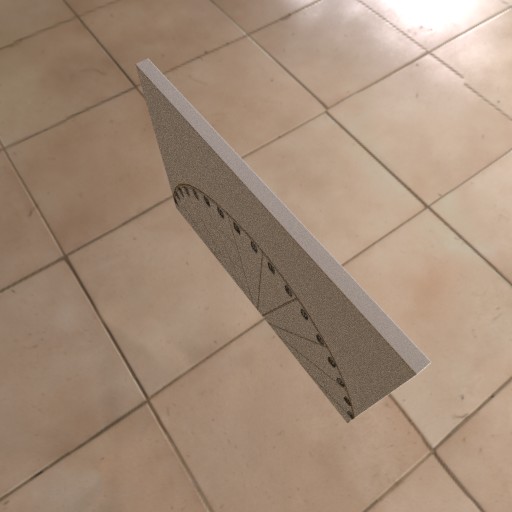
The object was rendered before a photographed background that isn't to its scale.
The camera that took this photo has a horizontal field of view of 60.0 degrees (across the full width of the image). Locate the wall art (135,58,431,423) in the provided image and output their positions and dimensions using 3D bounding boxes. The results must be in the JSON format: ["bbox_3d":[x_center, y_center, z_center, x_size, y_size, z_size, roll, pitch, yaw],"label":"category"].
[{"bbox_3d":[0.000,0.000,1.141,0.038,0.601,0.898,-33,67,-16],"label":"wall art"}]
